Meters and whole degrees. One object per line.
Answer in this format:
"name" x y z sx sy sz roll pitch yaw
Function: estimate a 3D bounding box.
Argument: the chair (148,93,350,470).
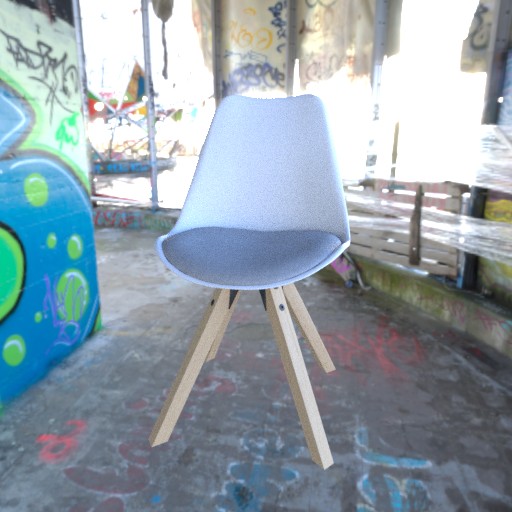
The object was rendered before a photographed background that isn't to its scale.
"chair" 0.000 0.000 1.178 0.485 0.850 0.550 3 16 10
